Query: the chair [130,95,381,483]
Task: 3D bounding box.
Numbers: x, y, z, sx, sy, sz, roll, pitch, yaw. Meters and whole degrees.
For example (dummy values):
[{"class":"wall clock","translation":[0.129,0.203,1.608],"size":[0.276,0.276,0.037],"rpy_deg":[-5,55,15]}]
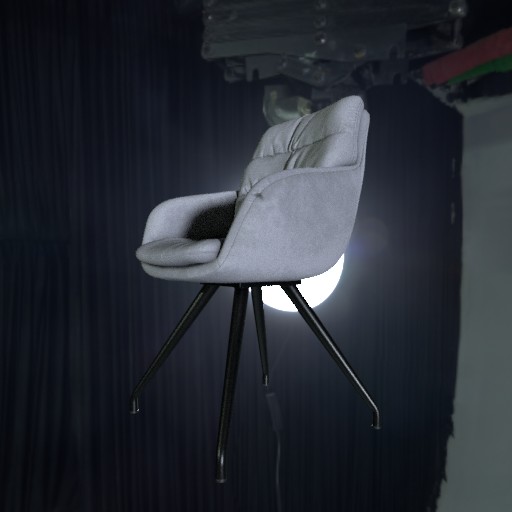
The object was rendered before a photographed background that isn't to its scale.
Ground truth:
[{"class":"chair","translation":[0.000,0.000,1.218],"size":[0.569,0.888,0.579],"rpy_deg":[0,-1,-36]}]
